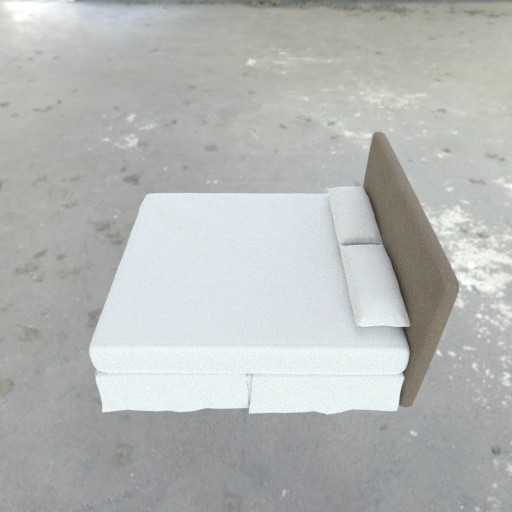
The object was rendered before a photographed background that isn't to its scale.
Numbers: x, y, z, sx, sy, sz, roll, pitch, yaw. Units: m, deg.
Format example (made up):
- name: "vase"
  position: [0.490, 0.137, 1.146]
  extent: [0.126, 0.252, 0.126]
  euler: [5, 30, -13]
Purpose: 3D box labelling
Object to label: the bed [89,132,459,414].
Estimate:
- name: "bed"
  position: [0.000, 0.000, 3.664]
  extent: [2.341, 1.317, 2.119]
  euler: [0, 40, 0]
